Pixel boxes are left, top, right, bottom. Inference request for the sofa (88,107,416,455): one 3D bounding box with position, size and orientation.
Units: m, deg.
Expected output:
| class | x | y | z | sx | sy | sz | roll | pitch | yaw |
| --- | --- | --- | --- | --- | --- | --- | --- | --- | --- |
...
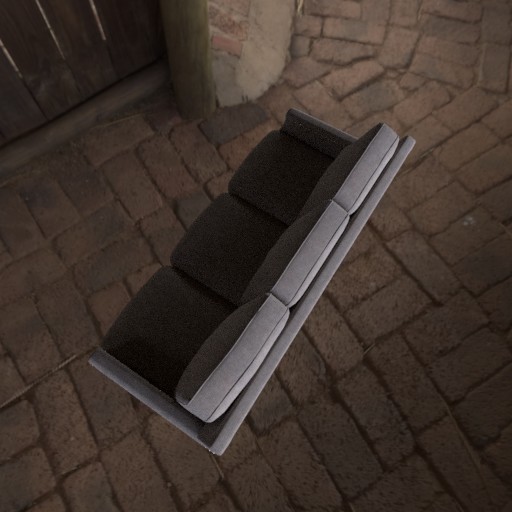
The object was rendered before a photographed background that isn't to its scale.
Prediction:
| class | x | y | z | sx | sy | sz | roll | pitch | yaw |
| --- | --- | --- | --- | --- | --- | --- | --- | --- | --- |
| sofa | 0.000 | 0.000 | 2.897 | 1.034 | 1.042 | 2.226 | 30 | 68 | 13 |
